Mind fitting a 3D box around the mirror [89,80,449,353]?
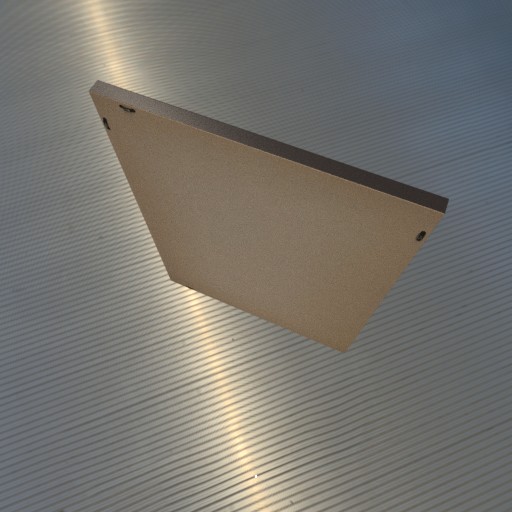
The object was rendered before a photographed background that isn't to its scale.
[{"bbox_3d":[0.000,0.000,1.333,0.762,1.016,0.041,21,66,10],"label":"mirror"}]
